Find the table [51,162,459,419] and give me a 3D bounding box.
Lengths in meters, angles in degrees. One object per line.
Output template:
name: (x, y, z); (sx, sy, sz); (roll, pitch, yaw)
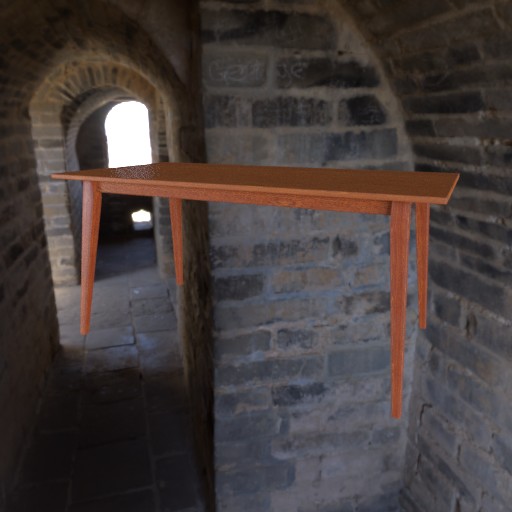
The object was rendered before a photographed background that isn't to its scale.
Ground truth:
table: (0.000, 0.000, 2.055); (1.609, 0.755, 0.811); (8, 18, 25)
